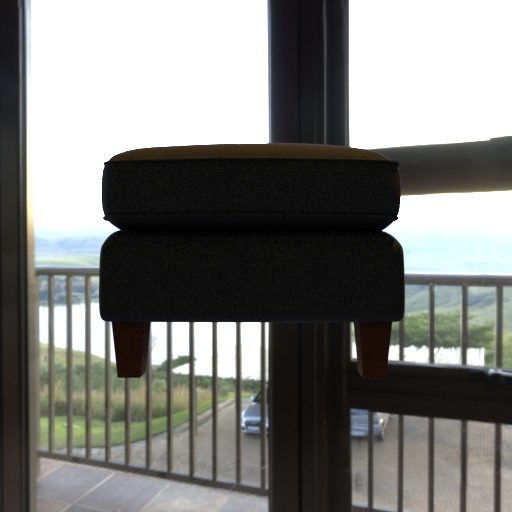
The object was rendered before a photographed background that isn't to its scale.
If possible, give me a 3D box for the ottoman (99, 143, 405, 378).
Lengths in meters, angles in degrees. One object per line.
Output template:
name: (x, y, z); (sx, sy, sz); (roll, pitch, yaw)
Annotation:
ottoman: (0.000, 0.000, 1.201); (0.570, 0.438, 0.885); (0, 0, 0)
